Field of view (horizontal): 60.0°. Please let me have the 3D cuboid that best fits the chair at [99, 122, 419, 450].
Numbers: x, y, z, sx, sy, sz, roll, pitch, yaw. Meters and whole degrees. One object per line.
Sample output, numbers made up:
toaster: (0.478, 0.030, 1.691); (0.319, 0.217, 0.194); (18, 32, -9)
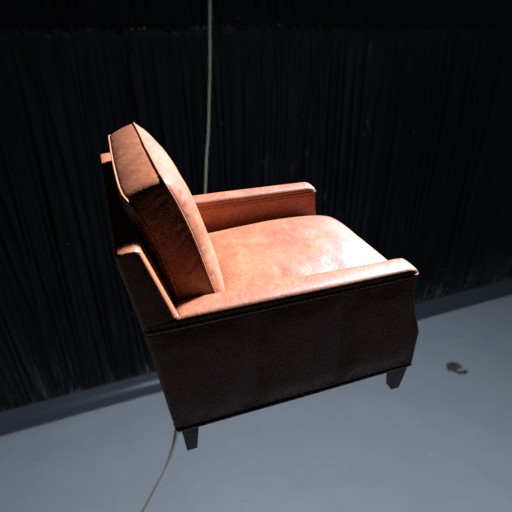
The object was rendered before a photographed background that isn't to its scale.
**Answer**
chair: (0.000, 0.000, 1.709); (1.014, 0.943, 0.853); (-10, 32, -17)
